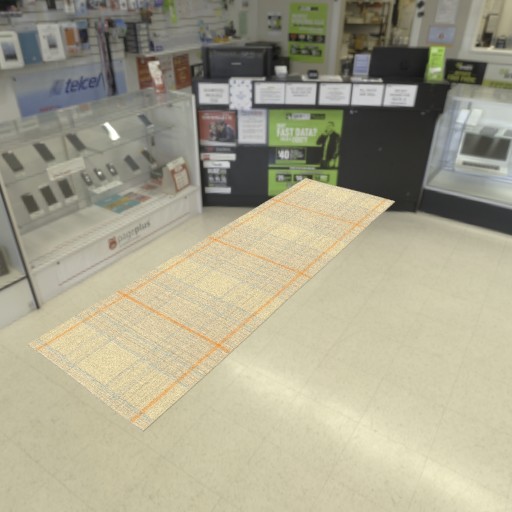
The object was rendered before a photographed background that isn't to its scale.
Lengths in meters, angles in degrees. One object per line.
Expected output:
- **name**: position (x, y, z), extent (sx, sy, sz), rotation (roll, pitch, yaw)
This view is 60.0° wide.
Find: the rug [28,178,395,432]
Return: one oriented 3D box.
- **rug**: position (0.000, 0.000, 2.641), extent (0.770, 0.016, 2.442), rotation (21, 38, 30)
